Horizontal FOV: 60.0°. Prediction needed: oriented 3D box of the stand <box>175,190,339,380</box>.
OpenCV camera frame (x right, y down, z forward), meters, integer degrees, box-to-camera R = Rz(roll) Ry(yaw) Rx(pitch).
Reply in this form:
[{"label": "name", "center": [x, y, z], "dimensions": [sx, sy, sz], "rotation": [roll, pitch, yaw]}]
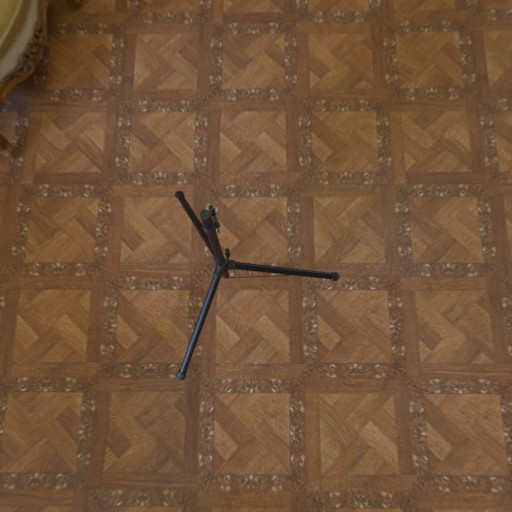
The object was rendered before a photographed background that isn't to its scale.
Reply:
[{"label": "stand", "center": [0.000, 0.000, 1.897], "dimensions": [0.907, 1.136, 1.045], "rotation": [-1, 76, 0]}]
